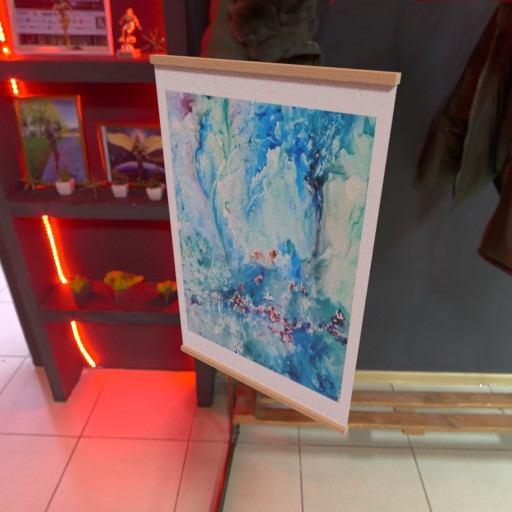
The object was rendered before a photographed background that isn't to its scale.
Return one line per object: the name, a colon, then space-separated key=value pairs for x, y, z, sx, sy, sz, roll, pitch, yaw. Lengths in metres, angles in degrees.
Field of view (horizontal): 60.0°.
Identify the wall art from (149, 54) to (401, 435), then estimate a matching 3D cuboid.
wall art: x=0.000 y=0.000 z=1.879 sx=0.991 sy=1.510 sz=0.040 roll=19 pitch=34 yaw=30
